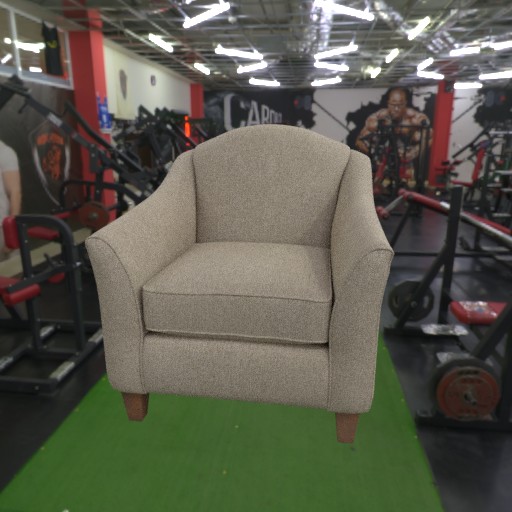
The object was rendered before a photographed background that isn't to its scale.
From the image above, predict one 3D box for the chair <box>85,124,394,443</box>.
[{"bbox_3d":[0.000,0.000,1.451,0.763,0.839,0.787,2,16,9],"label":"chair"}]
